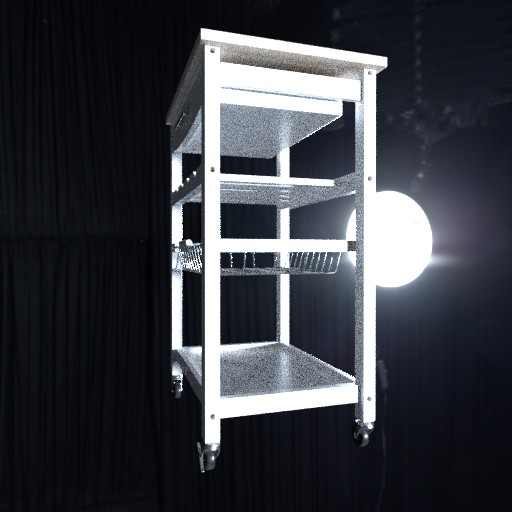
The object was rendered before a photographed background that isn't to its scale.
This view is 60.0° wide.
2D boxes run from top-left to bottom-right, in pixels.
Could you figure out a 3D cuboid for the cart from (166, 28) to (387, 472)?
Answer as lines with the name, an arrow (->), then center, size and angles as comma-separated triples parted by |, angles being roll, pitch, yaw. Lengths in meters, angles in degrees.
cart -> 0.000, 0.000, 1.168 | 0.406, 0.857, 0.578 | 0, 0, -18
